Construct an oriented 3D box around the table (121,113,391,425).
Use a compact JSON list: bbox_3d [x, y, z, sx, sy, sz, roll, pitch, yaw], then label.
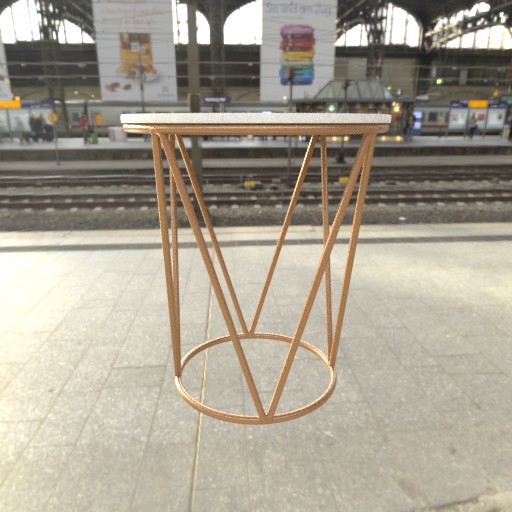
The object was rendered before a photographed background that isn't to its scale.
[{"bbox_3d":[0.000,0.000,0.933,0.500,0.564,0.500,0,17,0],"label":"table"}]
